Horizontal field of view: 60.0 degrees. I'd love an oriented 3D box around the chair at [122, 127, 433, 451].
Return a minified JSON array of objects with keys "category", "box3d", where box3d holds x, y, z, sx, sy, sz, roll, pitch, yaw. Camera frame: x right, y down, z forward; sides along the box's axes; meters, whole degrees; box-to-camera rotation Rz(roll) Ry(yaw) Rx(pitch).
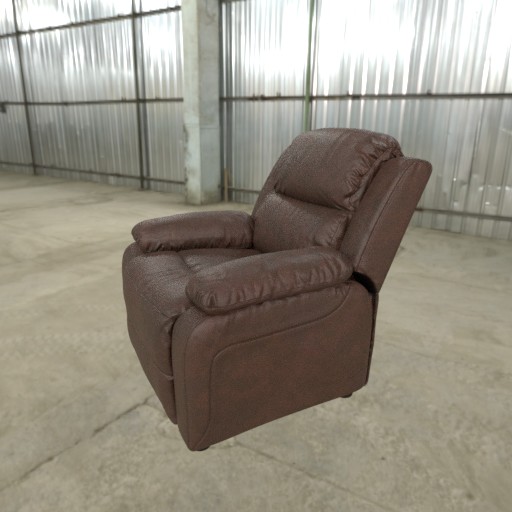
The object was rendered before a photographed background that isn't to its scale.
[{"category":"chair","box3d":[0.000,0.000,1.271,0.707,0.702,0.680,-9,19,-26]}]
